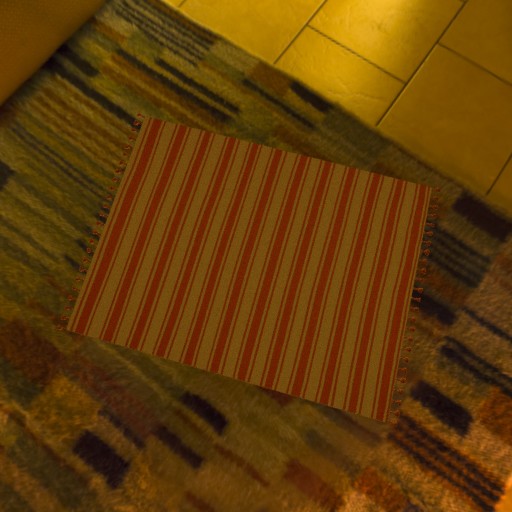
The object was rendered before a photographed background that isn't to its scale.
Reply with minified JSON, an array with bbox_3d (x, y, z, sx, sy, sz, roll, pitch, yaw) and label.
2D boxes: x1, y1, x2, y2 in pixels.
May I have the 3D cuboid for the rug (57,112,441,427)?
[{"bbox_3d":[0.000,0.000,4.478,3.369,0.035,2.451,15,76,4],"label":"rug"}]
